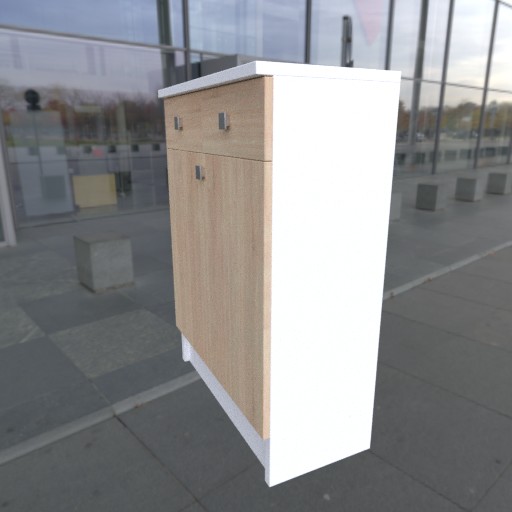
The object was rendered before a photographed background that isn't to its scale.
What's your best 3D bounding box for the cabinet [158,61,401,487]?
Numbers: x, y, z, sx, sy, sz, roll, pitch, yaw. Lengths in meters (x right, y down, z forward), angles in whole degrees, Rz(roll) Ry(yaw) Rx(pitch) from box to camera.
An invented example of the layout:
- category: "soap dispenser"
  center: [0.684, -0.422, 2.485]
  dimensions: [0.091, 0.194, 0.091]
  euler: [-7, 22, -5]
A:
- category: "cabinet"
  center: [0.000, 0.000, 1.114]
  dimensions: [0.296, 0.815, 0.600]
  euler: [-8, 18, -25]
